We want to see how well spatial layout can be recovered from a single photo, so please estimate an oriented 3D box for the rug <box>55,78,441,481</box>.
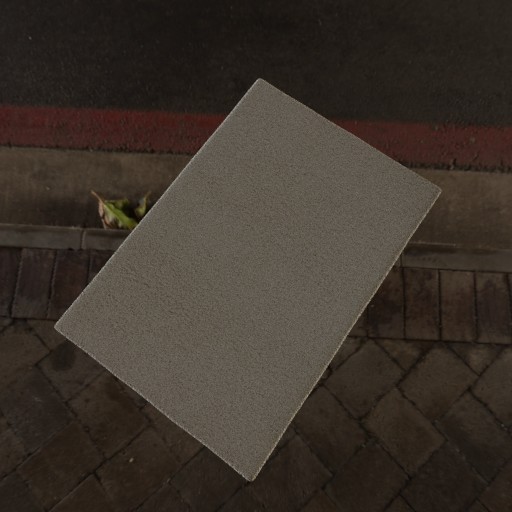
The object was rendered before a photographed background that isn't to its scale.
[{"bbox_3d":[0.000,0.000,2.313,1.219,0.030,1.778,35,78,9],"label":"rug"}]
